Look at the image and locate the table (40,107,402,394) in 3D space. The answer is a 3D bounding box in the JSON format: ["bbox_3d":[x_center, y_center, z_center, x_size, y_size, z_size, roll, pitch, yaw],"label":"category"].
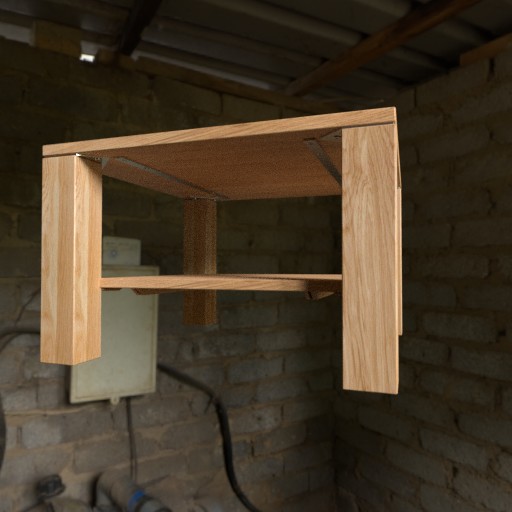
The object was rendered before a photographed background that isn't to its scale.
[{"bbox_3d":[0.000,0.000,1.134,0.700,0.450,0.700,0,-1,19],"label":"table"}]
